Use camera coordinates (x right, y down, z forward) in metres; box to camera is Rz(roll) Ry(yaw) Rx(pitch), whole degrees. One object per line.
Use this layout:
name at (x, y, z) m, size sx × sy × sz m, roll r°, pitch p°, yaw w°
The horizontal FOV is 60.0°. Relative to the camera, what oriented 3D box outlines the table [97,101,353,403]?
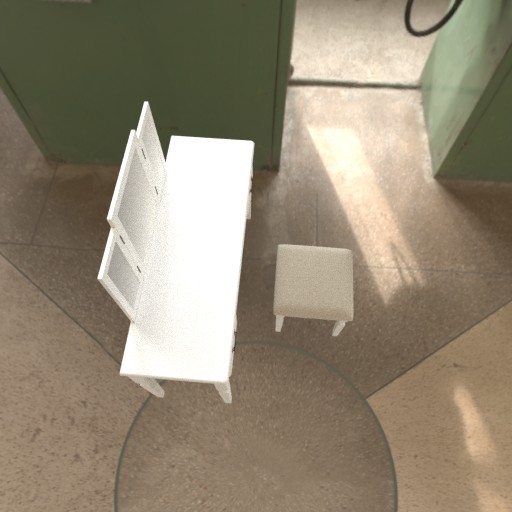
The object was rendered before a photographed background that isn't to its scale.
table at (0.000, 0.000, 2.324) m, size 1.115 × 1.310 × 1.369 m, roll 4°, pitch 63°, yaw 2°
